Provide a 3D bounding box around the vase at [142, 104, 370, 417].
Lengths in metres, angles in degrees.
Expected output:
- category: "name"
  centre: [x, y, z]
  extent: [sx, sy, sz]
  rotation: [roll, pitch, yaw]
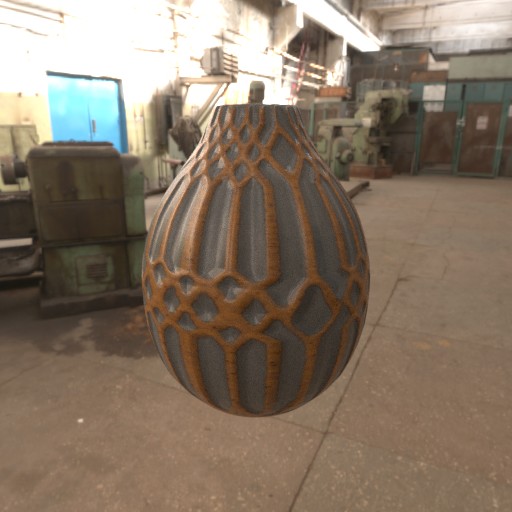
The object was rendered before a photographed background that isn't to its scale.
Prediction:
- category: "vase"
  centre: [0.000, 0.000, 0.136]
  extent: [0.069, 0.088, 0.069]
  rotation: [0, 17, 0]
